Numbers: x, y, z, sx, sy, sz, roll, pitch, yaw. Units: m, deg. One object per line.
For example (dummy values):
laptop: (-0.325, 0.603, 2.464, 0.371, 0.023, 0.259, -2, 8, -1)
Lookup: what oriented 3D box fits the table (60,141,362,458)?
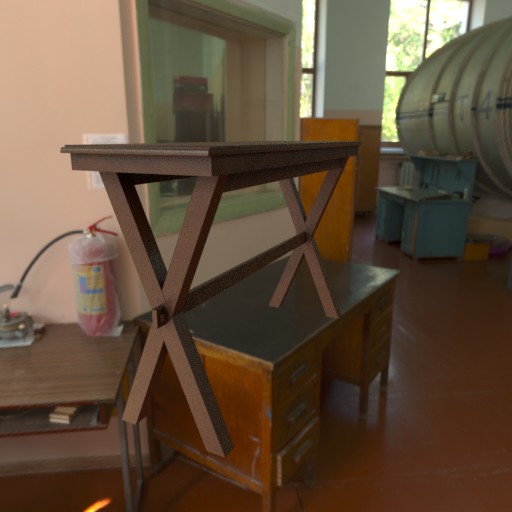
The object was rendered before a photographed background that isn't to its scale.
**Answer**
table: (0.000, 0.000, 1.539, 0.399, 0.763, 1.197, 7, 17, 26)
